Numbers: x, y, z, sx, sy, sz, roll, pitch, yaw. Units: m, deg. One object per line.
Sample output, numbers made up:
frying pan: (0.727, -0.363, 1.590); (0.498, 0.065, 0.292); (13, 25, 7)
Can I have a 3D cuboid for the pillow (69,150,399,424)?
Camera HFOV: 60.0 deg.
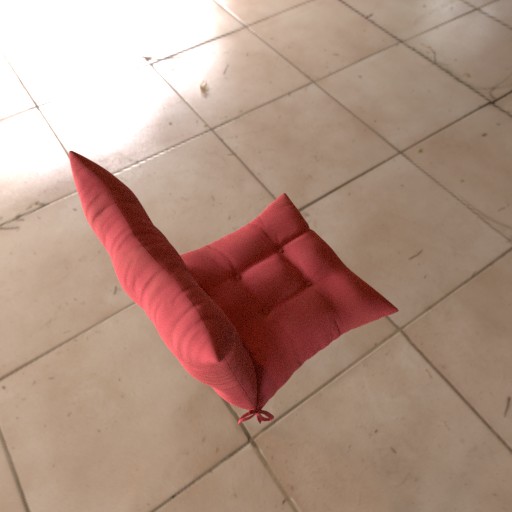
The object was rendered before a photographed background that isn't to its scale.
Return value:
pillow: (0.000, 0.000, 1.014); (0.585, 0.536, 0.541); (-31, 62, -19)
